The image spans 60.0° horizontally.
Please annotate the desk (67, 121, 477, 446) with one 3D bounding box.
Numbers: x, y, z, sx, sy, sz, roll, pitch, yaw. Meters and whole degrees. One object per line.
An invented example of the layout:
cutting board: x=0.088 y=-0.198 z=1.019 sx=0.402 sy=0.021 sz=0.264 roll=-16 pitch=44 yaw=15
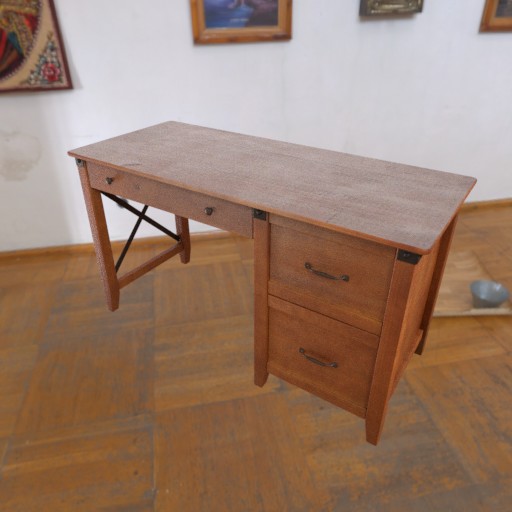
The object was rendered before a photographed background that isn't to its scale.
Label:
desk: x=0.000 y=0.000 z=1.750 sx=1.353 sy=0.756 sz=0.574 roll=19 pitch=36 yaw=29
